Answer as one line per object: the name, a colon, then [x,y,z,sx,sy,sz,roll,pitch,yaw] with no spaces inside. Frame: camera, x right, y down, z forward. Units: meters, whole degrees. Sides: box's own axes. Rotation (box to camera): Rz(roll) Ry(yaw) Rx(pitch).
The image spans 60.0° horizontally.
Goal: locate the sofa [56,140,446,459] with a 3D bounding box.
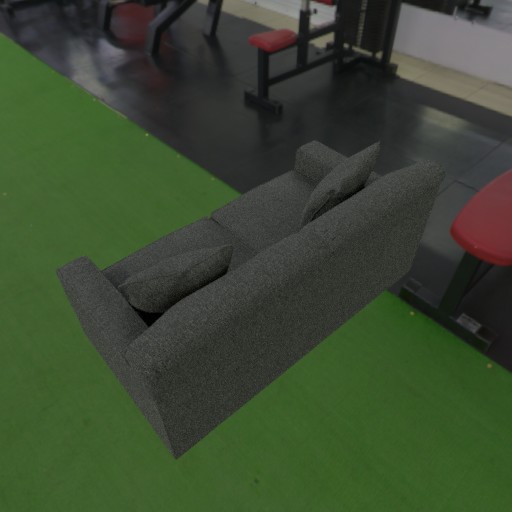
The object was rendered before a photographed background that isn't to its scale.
sofa: [0.000,0.000,2.461,1.846,0.958,0.998,-32,53,-28]
